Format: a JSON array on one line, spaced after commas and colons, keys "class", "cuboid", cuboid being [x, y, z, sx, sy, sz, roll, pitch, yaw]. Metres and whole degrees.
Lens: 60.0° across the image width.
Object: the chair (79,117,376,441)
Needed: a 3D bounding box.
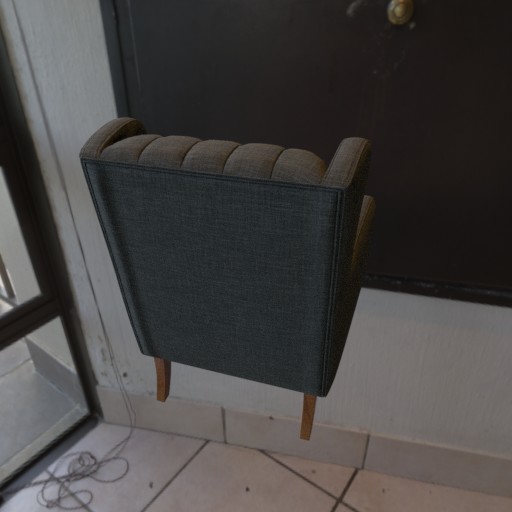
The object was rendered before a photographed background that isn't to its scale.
[{"class": "chair", "cuboid": [0.000, 0.000, 1.470, 0.711, 0.953, 0.775, 9, 33, 15]}]
